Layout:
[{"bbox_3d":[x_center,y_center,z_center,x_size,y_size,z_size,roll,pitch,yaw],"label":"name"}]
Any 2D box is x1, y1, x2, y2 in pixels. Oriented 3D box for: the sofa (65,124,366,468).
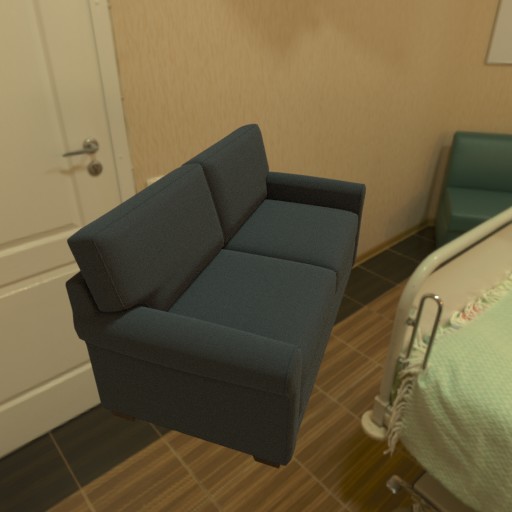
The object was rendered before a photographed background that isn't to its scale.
[{"bbox_3d":[0.000,0.000,2.477,0.940,1.020,1.930,10,32,17],"label":"sofa"}]
